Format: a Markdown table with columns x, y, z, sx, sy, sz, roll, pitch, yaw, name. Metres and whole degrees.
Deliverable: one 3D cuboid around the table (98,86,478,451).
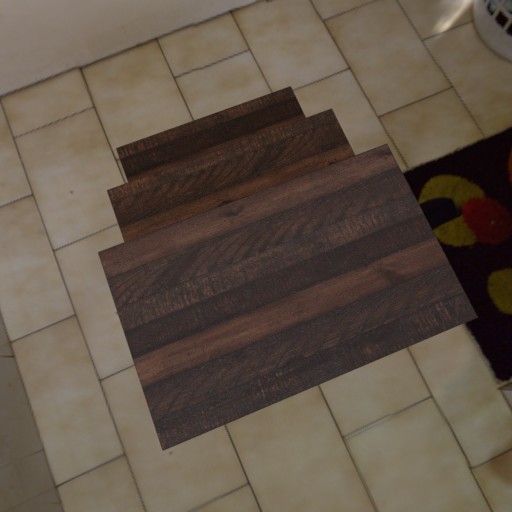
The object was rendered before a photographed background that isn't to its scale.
| x | y | z | sx | sy | sz | roll | pitch | yaw | name |
| --- | --- | --- | --- | --- | --- | --- | --- | --- | --- |
| 0.000 | 0.000 | 1.153 | 0.608 | 0.616 | 0.660 | -21 | 77 | -5 | table |
